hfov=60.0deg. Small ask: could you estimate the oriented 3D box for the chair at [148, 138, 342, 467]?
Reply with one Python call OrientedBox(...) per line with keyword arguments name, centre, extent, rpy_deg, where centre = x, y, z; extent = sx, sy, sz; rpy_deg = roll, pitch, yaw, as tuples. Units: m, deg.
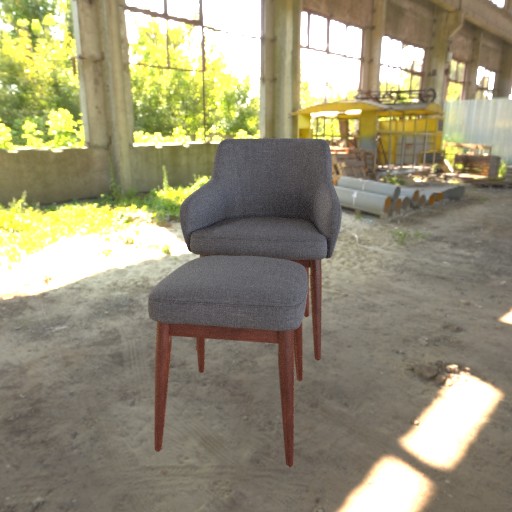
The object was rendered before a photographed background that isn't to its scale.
OrientedBox(name="chair", centre=(0.000, 0.000, 1.564), extent=(0.584, 0.799, 1.107), rpy_deg=(2, 15, 9))
